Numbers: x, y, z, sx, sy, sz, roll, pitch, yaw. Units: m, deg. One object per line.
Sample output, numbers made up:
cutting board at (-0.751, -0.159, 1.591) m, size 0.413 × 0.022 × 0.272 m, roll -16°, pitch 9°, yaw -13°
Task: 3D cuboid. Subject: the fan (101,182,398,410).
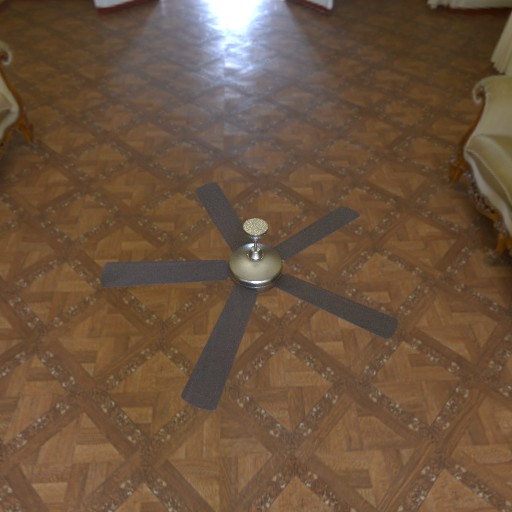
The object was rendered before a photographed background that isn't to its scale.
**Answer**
fan at (0.000, 0.000, 1.994) m, size 1.321 × 0.356 × 1.321 m, roll 32°, pitch 53°, yaw 28°
